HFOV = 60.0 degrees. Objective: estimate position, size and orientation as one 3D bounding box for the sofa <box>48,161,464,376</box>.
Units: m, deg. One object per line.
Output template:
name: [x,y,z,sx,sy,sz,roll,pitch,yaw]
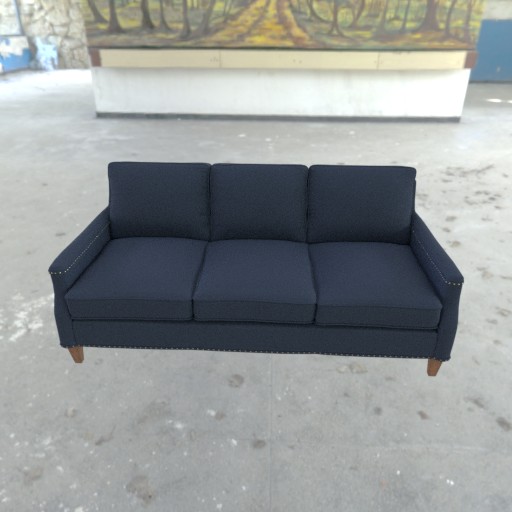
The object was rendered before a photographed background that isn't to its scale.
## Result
sofa: [0.000,0.000,2.826,2.246,1.003,1.084,1,28,3]
